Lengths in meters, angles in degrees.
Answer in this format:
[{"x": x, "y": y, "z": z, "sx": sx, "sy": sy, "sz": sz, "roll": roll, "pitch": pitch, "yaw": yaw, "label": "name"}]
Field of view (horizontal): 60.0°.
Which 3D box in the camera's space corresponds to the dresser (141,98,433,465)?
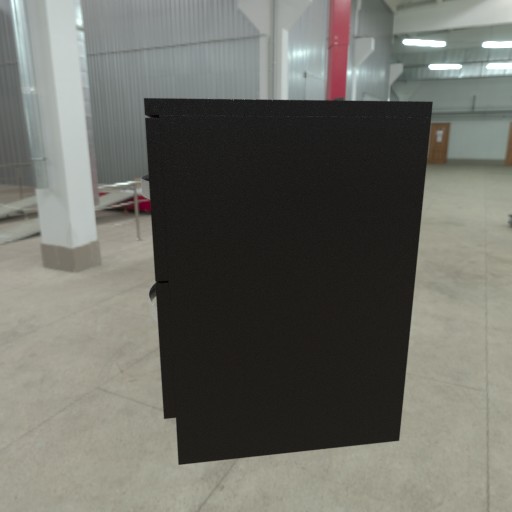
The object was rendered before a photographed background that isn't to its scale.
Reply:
[{"x": 0.000, "y": 0.000, "z": 0.748, "sx": 0.360, "sy": 0.470, "sz": 0.400, "roll": -2, "pitch": 15, "yaw": -9, "label": "dresser"}]
